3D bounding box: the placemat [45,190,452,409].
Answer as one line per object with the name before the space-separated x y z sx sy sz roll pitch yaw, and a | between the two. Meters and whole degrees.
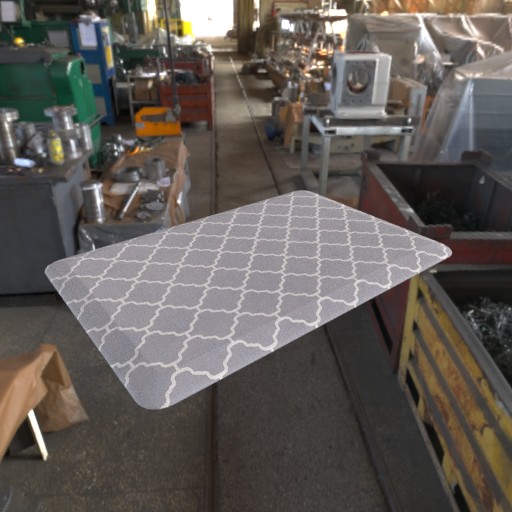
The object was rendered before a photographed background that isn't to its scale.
placemat | 0.000 0.000 0.964 0.762 0.021 0.508 -21 35 -33
